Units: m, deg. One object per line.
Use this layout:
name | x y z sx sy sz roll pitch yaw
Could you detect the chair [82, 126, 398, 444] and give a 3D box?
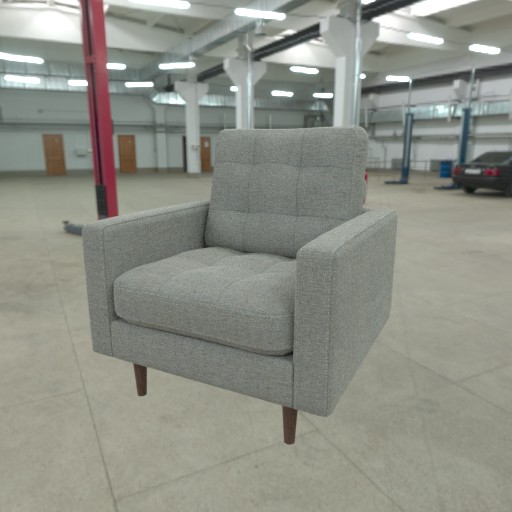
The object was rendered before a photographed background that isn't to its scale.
chair | 0.000 0.000 1.549 0.821 0.880 0.843 7 15 26
